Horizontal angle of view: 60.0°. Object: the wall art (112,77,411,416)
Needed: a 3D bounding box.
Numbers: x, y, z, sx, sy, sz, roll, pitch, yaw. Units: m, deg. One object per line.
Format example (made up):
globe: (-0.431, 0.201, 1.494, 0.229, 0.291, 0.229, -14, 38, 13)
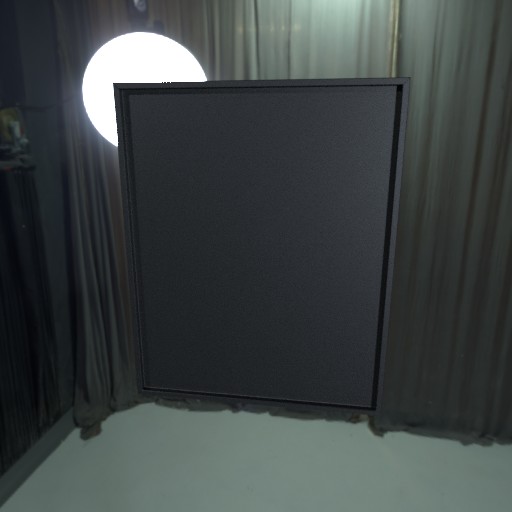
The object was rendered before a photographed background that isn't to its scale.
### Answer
wall art: (0.000, 0.000, 0.753, 0.449, 0.555, 0.039, 2, 16, 8)
